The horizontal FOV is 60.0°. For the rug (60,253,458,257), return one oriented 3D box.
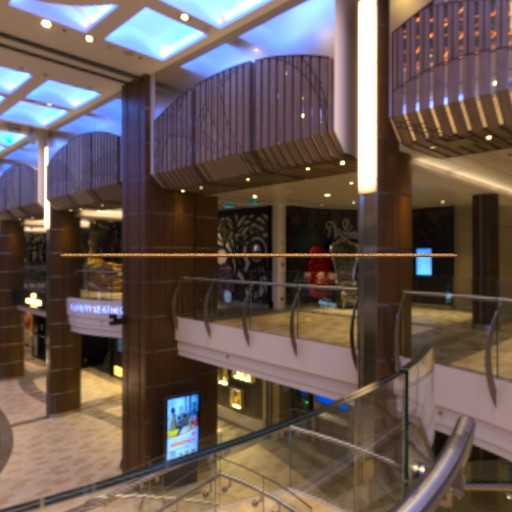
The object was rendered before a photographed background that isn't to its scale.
[{"bbox_3d":[0.000,0.000,3.725,2.043,0.019,2.916,0,0,-1],"label":"rug"}]
